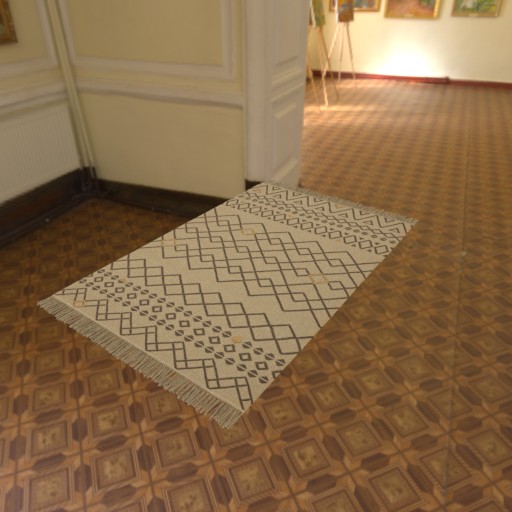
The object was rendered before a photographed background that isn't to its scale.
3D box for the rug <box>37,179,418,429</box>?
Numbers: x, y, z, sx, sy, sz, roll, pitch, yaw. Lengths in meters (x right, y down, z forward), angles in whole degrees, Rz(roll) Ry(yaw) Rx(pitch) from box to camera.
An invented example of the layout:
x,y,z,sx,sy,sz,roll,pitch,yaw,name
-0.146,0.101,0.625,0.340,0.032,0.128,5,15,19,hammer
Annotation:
x,y,z,sx,sy,sz,roll,pitch,yaw,name
0.000,0.000,3.131,1.495,0.035,2.472,21,37,30,rug
